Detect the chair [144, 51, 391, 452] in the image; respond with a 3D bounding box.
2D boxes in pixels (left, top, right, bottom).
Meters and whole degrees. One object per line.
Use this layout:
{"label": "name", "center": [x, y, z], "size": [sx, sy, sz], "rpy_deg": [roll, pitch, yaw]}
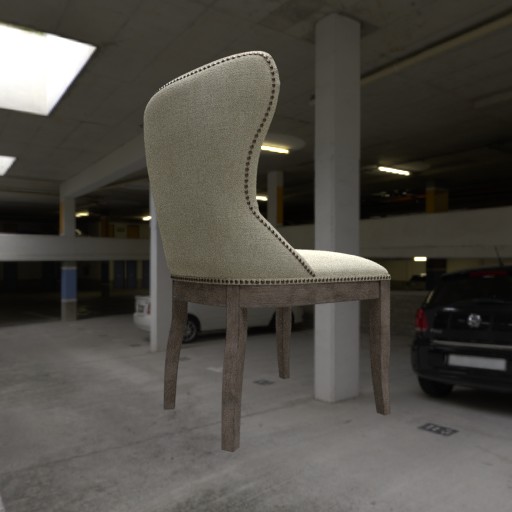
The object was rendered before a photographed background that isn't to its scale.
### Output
{"label": "chair", "center": [0.000, 0.000, 1.432], "size": [0.681, 1.002, 0.654], "rpy_deg": [0, 0, -35]}
